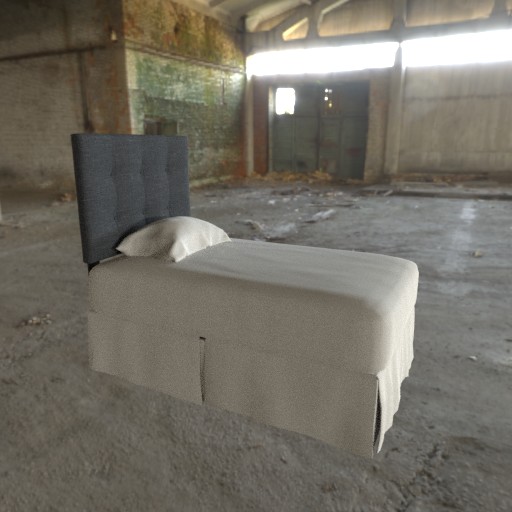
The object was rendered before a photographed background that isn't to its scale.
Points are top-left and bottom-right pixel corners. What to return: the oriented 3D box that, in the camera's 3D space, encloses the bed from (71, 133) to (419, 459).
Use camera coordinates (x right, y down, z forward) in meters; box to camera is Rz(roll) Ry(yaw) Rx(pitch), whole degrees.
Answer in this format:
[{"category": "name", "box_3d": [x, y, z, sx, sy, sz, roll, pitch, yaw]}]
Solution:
[{"category": "bed", "box_3d": [0.000, 0.000, 2.939, 1.997, 1.571, 1.261, 7, 16, 26]}]
